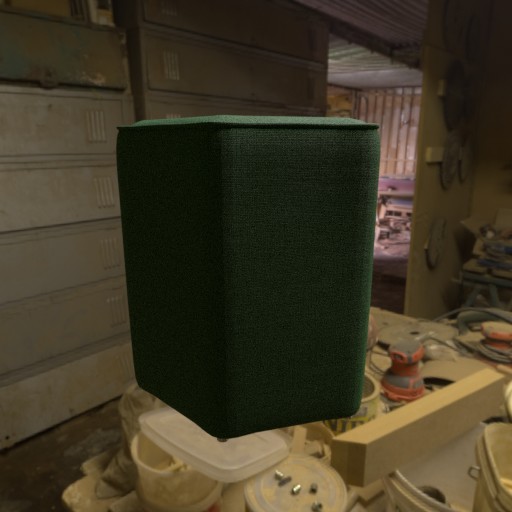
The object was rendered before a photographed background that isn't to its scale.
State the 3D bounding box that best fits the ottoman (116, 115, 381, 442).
[{"bbox_3d":[0.000,0.000,0.873,0.499,0.507,0.444,13,19,42],"label":"ottoman"}]
